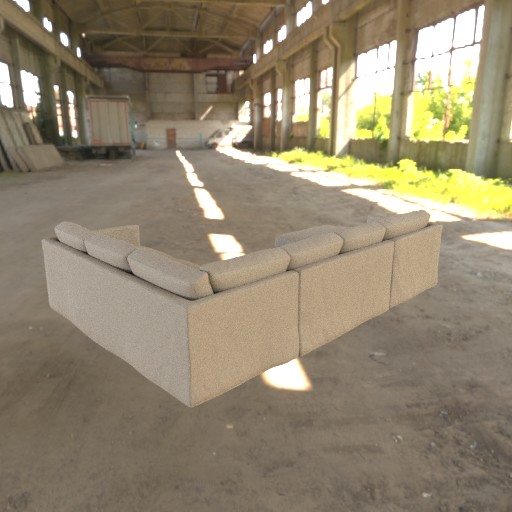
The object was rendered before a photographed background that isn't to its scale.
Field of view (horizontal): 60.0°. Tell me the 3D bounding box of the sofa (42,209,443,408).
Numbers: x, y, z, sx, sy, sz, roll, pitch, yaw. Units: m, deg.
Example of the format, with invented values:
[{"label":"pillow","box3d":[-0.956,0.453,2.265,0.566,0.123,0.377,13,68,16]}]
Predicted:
[{"label":"sofa","box3d":[0.000,0.000,4.675,3.528,0.878,2.476,-15,21,-42]}]
